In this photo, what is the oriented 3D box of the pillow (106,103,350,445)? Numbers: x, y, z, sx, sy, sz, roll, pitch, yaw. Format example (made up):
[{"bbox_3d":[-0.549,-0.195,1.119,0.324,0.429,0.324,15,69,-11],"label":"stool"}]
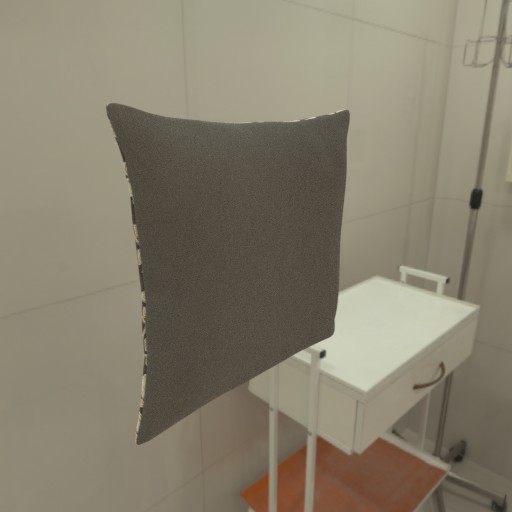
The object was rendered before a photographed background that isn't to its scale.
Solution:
[{"bbox_3d":[0.000,0.000,0.794,0.166,0.507,0.526,16,23,42],"label":"pillow"}]
